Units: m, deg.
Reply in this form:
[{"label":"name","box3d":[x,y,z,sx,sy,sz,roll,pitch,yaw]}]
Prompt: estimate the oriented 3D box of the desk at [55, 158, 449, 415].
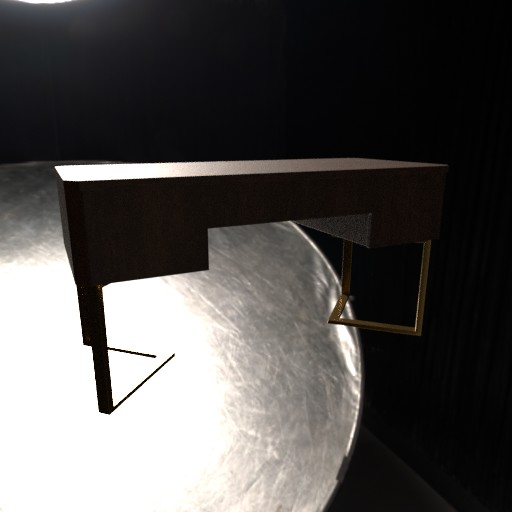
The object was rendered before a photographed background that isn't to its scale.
[{"label":"desk","box3d":[0.000,0.000,1.902,1.479,0.762,0.684,-7,17,-25]}]
